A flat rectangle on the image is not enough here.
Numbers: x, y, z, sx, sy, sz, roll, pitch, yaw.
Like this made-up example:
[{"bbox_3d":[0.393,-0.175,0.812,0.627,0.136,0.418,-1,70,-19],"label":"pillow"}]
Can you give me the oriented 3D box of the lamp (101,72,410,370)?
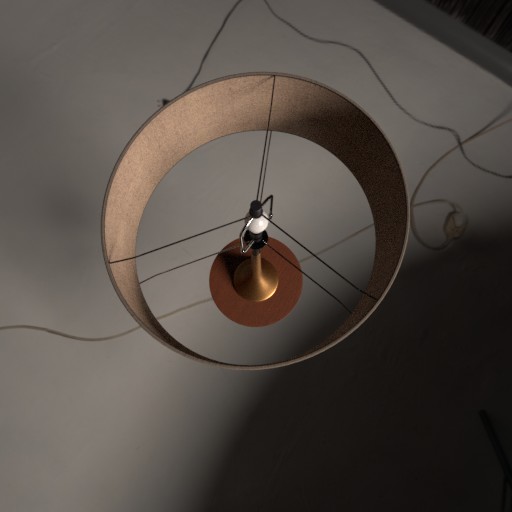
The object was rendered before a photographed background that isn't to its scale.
[{"bbox_3d":[0.000,0.000,0.837,0.396,0.551,0.417,36,79,8],"label":"lamp"}]
